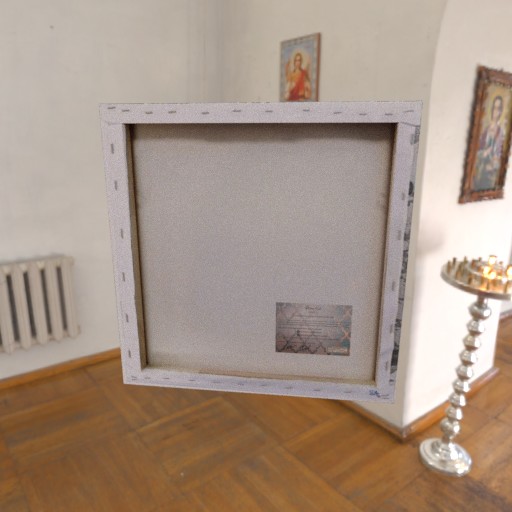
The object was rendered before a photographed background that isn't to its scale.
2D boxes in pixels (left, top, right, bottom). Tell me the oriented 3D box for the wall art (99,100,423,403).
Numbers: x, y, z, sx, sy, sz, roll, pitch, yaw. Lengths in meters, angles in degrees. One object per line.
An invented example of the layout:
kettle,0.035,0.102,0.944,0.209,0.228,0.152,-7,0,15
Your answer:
wall art,0.000,0.000,0.468,0.302,0.306,0.038,2,15,7
